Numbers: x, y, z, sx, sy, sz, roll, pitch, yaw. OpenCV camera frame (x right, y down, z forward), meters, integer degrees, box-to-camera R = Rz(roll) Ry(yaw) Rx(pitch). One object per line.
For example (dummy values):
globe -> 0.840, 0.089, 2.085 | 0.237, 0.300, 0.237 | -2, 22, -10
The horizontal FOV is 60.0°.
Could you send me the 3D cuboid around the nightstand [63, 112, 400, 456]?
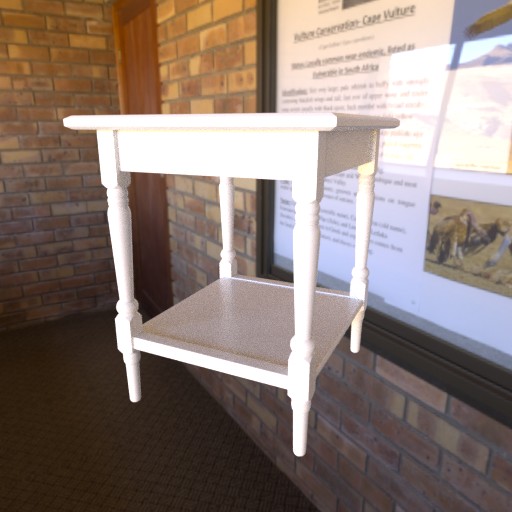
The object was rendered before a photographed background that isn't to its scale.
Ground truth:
nightstand -> 0.000, 0.000, 0.926 | 0.459, 0.555, 0.505 | 8, 18, 25
